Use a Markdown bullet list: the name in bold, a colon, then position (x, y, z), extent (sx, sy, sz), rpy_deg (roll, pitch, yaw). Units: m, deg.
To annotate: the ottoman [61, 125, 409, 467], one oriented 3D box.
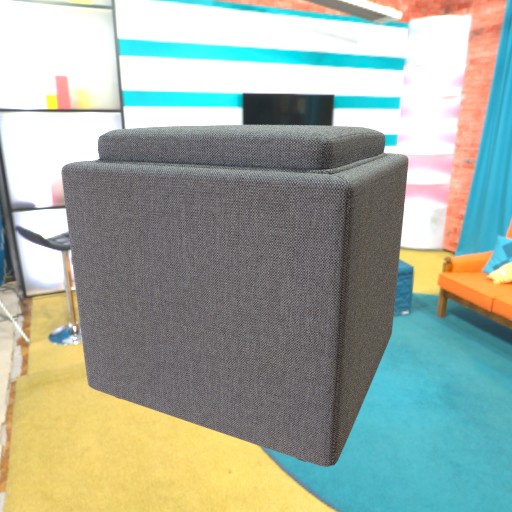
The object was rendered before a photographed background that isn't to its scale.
- **ottoman**: position (0.000, 0.000, 0.811), extent (0.450, 0.460, 0.450), rpy_deg (8, 19, 25)
